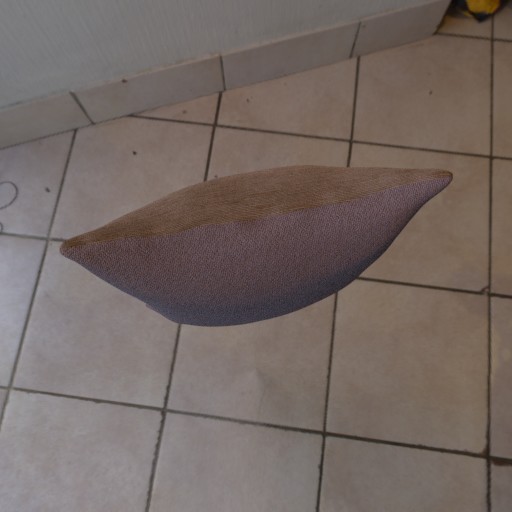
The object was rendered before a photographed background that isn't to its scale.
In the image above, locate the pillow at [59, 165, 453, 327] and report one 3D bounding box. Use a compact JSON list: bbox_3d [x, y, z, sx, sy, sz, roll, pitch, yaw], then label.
[{"bbox_3d":[0.000,0.000,0.700,0.452,0.439,0.204,-11,76,-3],"label":"pillow"}]
